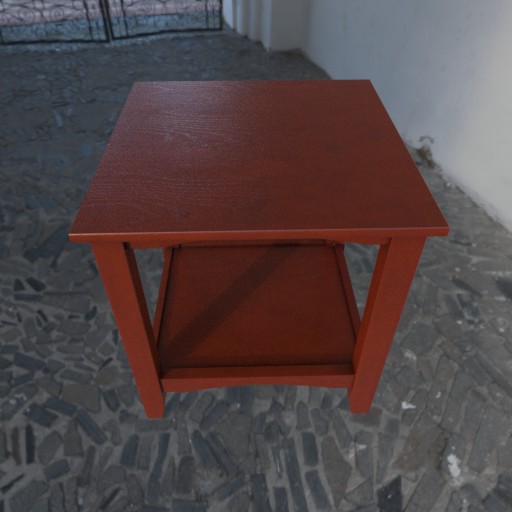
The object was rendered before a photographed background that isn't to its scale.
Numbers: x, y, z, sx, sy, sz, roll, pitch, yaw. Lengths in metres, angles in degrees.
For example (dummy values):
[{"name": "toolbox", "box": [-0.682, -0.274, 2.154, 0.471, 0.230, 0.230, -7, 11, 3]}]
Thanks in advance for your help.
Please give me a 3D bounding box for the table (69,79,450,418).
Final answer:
[{"name": "table", "box": [0.000, 0.000, 0.953, 0.523, 0.558, 0.522, 1, 43, 1]}]
